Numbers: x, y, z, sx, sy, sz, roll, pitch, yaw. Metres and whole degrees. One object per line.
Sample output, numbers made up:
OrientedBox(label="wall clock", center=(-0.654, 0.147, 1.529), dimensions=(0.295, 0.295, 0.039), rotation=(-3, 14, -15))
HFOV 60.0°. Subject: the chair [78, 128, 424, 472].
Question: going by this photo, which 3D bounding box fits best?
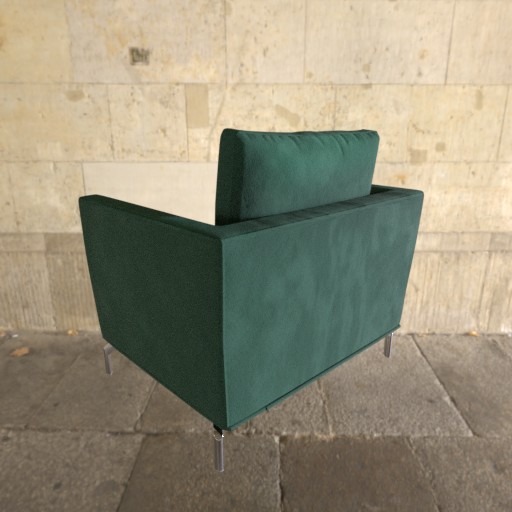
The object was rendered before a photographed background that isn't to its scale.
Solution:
OrientedBox(label="chair", center=(0.000, 0.000, 1.765), dimensions=(1.047, 0.997, 0.852), rotation=(-16, 23, -41))
